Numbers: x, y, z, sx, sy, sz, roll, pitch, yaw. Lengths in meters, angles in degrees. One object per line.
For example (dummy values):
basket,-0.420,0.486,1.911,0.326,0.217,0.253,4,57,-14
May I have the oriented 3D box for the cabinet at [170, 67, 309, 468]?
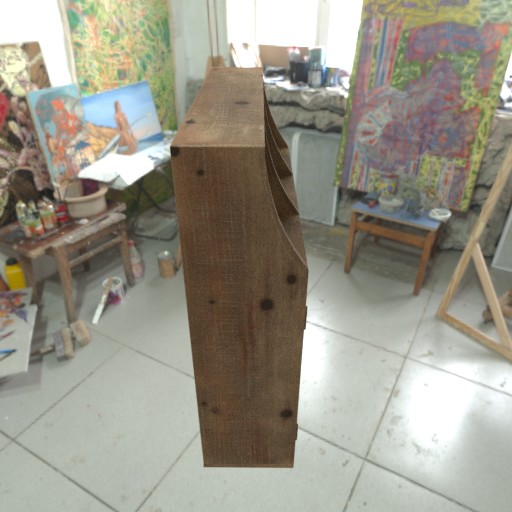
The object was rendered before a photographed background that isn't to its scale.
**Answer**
cabinet,0.000,0.000,0.844,0.184,0.590,0.489,0,32,0
